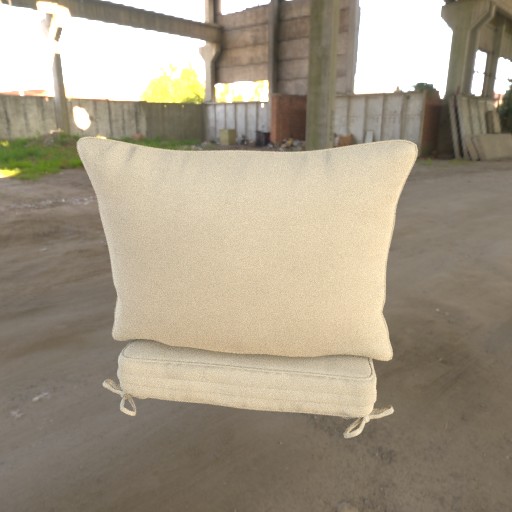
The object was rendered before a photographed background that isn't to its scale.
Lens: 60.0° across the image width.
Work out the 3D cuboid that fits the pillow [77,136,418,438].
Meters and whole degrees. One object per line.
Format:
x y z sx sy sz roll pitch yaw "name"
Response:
0.000 0.000 1.344 0.798 0.716 0.733 3 17 9 "pillow"
